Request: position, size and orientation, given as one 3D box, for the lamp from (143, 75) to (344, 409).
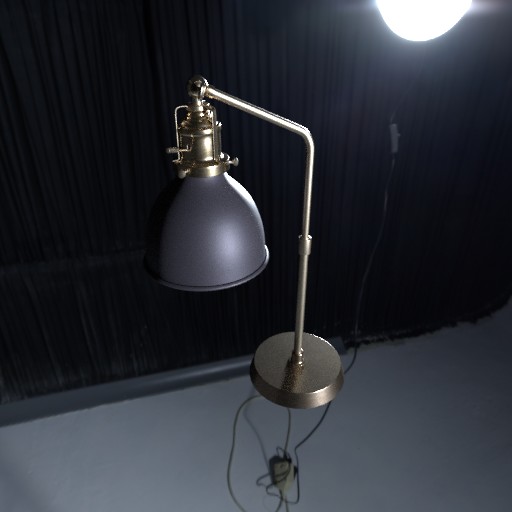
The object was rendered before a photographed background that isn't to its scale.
[{"bbox_3d":[0.000,0.000,0.591,0.291,0.456,0.160,-8,31,-14],"label":"lamp"}]
